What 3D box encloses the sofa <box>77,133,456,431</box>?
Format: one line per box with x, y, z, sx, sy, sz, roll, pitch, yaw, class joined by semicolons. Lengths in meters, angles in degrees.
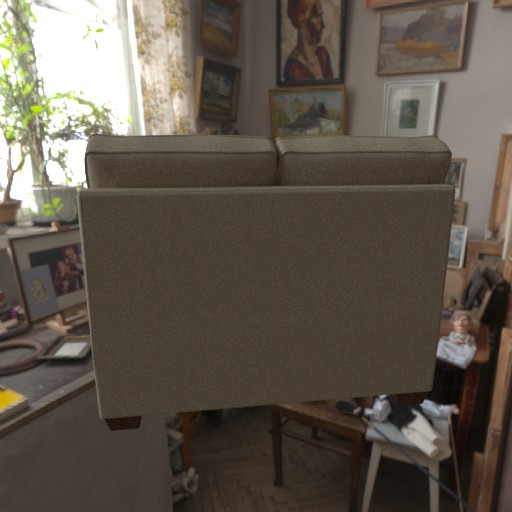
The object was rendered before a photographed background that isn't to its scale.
0.000;0.000;1.929;1.237;1.008;0.951;-2;14;-8;sofa
